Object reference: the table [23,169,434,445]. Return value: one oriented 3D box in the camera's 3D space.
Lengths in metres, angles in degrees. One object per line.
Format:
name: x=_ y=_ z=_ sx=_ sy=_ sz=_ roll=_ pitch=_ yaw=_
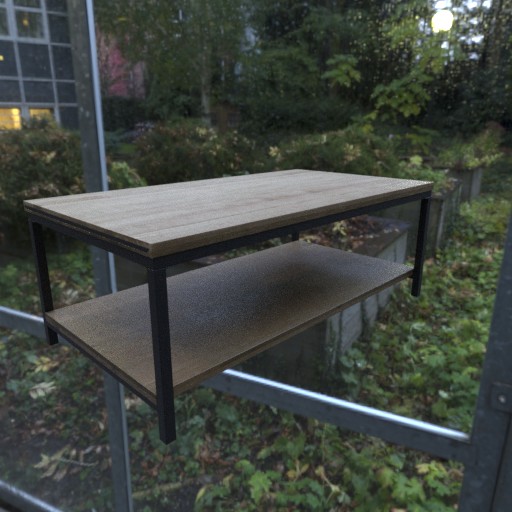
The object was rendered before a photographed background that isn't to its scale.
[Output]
table: x=0.000 y=0.000 z=1.324 sx=0.574 sy=0.393 sz=1.062 roll=16 pitch=23 yaw=42
